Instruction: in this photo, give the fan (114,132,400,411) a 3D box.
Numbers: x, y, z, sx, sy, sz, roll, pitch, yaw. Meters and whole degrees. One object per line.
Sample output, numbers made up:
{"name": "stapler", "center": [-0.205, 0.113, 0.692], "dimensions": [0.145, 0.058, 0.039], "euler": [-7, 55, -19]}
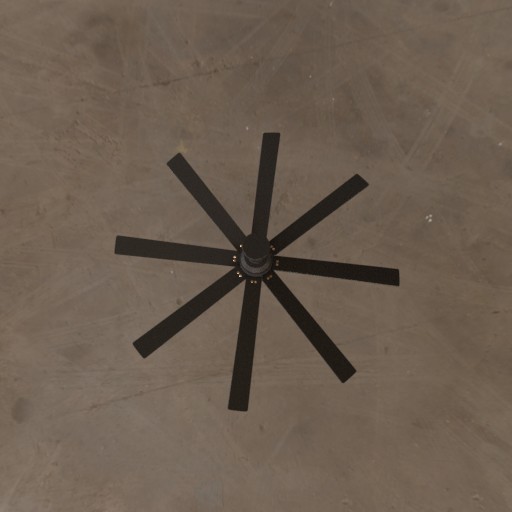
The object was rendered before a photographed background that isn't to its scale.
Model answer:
{"name": "fan", "center": [0.000, 0.000, 2.704], "dimensions": [1.830, 0.472, 1.830], "euler": [7, 76, 2]}
